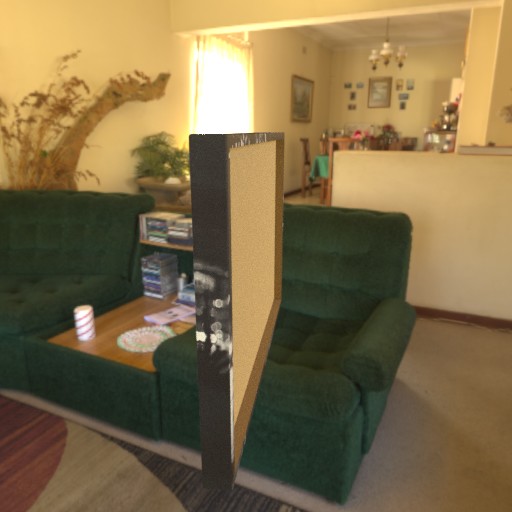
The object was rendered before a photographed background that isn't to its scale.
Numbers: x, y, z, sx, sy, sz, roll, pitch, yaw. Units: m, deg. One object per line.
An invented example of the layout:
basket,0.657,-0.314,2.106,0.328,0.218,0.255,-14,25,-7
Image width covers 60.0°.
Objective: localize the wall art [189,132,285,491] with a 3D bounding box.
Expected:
wall art,0.000,0.000,0.758,0.037,0.406,0.609,2,16,8
